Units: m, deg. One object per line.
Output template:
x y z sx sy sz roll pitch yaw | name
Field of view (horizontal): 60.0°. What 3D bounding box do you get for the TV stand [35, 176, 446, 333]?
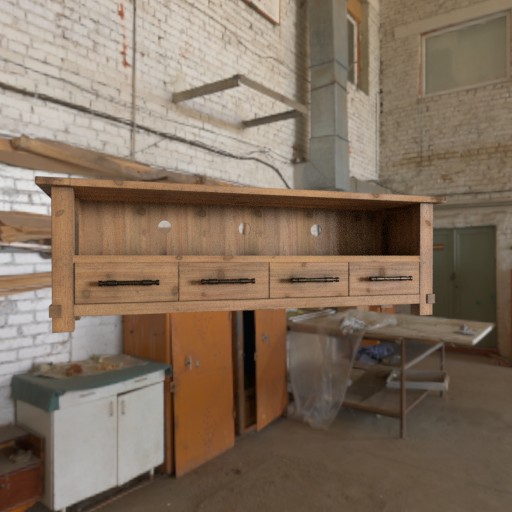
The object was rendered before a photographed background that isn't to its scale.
0.000 0.000 2.065 1.804 0.573 0.453 0 0 -18 | TV stand
